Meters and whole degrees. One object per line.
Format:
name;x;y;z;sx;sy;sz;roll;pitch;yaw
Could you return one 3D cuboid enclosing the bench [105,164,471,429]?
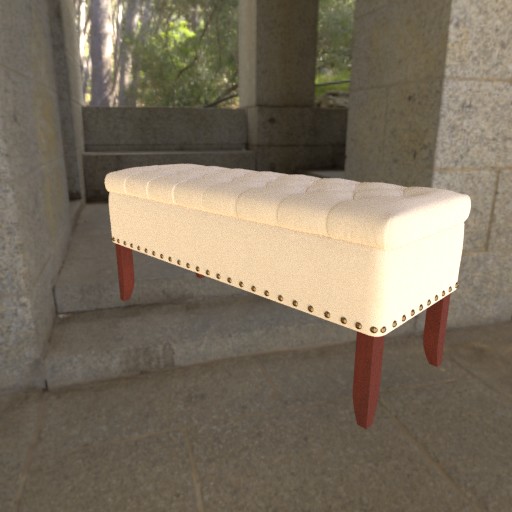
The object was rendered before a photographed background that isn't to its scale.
bench;0.000;0.000;1.312;1.054;0.470;0.400;16;23;42
